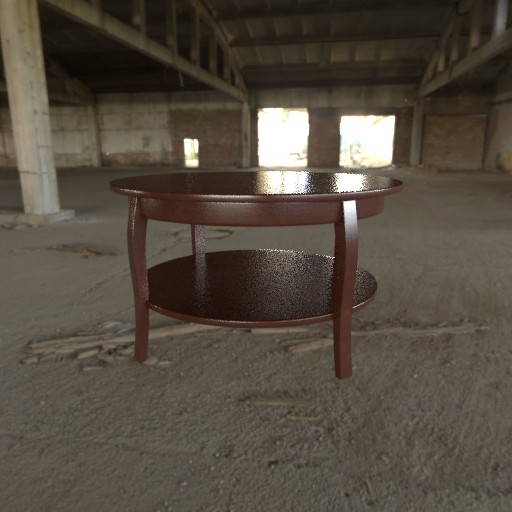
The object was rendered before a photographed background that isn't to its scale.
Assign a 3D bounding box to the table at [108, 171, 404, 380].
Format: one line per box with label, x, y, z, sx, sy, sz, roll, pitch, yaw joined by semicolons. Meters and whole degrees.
table;0.000;0.000;1.498;0.911;0.512;0.911;0;14;0
